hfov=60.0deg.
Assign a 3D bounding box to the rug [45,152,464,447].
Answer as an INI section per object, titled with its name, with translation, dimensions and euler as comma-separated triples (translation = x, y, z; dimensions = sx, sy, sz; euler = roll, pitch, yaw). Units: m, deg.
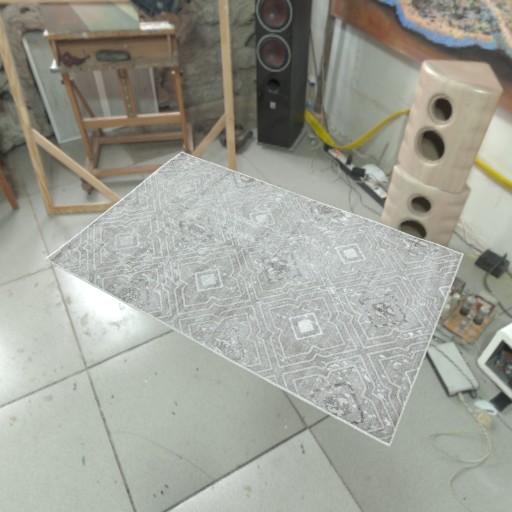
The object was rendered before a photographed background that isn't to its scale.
[rug]
translation = 0.000, 0.000, 3.049
dimensions = 2.447, 0.036, 1.537
euler = 24, 51, 21
